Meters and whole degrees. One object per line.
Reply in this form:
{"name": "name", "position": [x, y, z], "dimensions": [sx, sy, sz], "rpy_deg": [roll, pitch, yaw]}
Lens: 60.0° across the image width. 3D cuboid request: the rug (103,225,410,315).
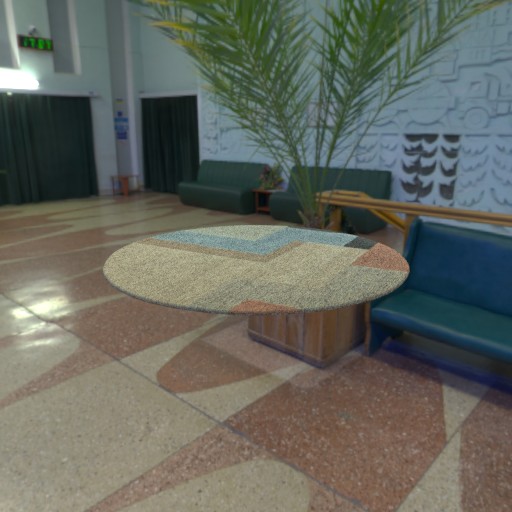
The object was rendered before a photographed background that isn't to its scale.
{"name": "rug", "position": [0.000, 0.000, 3.745], "dimensions": [2.461, 0.033, 2.461], "rpy_deg": [0, 16, 0]}
